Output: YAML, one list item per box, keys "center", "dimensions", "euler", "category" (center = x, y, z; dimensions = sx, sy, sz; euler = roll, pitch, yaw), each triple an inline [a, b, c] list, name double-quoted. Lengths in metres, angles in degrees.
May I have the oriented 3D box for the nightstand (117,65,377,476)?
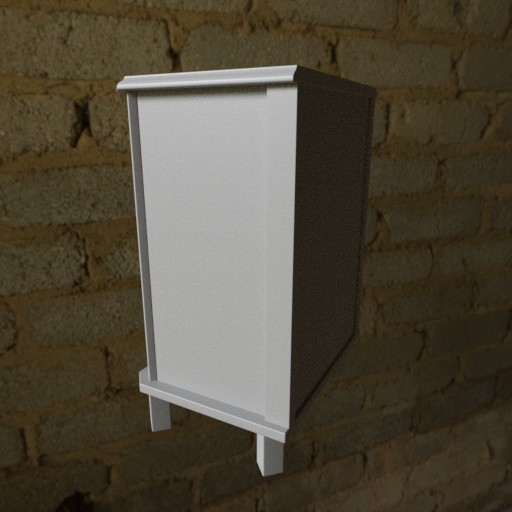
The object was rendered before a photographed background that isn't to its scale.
- center: [0.000, 0.000, 0.934]
  dimensions: [0.350, 0.680, 0.450]
  euler: [9, 19, 27]
  category: "nightstand"
